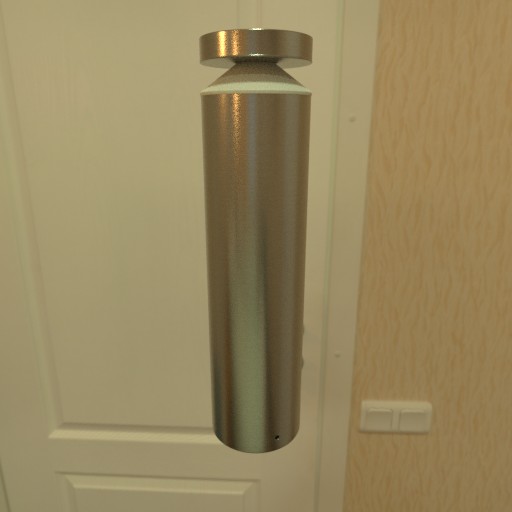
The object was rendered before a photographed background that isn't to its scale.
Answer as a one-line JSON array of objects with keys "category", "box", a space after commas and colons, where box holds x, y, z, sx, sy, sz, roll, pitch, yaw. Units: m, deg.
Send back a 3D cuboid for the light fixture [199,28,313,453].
[{"category": "light fixture", "box": [0.000, 0.000, 0.451, 0.102, 0.400, 0.102, -8, 19, -25]}]
